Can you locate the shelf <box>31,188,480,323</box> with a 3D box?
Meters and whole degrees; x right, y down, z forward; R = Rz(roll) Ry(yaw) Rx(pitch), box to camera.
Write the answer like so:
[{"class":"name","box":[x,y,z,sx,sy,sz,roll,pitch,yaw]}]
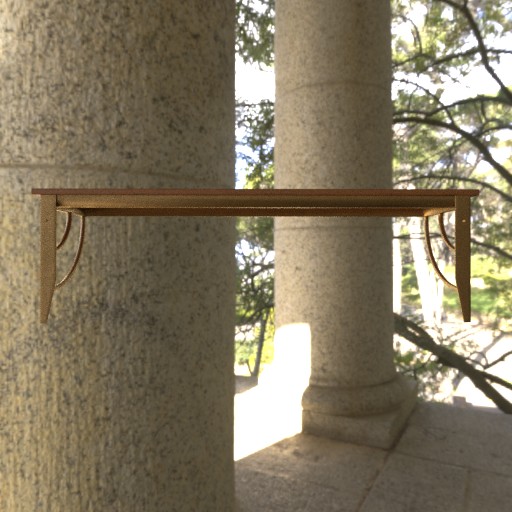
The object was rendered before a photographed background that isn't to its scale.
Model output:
[{"class":"shelf","box":[0.000,0.000,0.711,0.636,0.190,0.166,0,0,-1]}]
